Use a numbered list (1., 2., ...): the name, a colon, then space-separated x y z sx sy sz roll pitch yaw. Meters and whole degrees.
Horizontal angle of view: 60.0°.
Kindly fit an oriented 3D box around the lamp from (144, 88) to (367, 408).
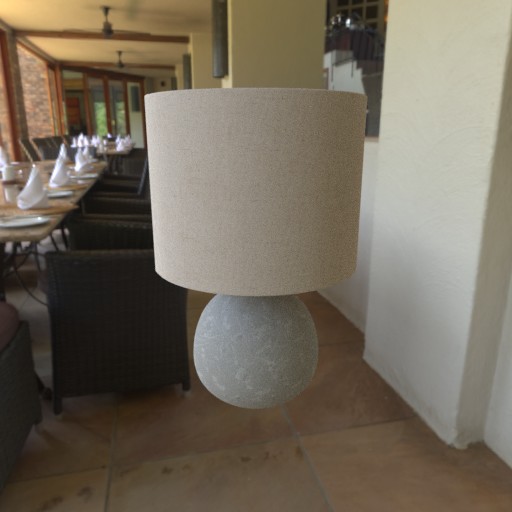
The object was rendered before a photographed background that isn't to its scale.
1. lamp: 0.000 0.000 0.606 0.269 0.409 0.269 -3 16 -10
